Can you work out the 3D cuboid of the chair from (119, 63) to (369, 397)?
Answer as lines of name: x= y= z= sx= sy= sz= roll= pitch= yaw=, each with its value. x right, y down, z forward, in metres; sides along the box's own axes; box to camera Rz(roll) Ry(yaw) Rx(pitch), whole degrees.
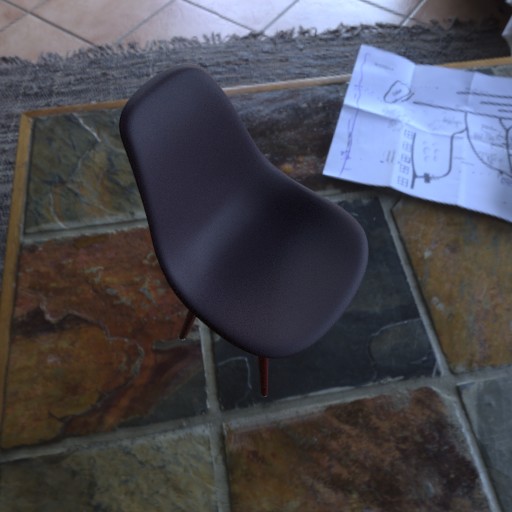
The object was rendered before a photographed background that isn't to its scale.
chair: x=0.000 y=0.000 z=1.149 sx=0.533 sy=0.826 sz=0.470 roll=33 pitch=65 yaw=17
